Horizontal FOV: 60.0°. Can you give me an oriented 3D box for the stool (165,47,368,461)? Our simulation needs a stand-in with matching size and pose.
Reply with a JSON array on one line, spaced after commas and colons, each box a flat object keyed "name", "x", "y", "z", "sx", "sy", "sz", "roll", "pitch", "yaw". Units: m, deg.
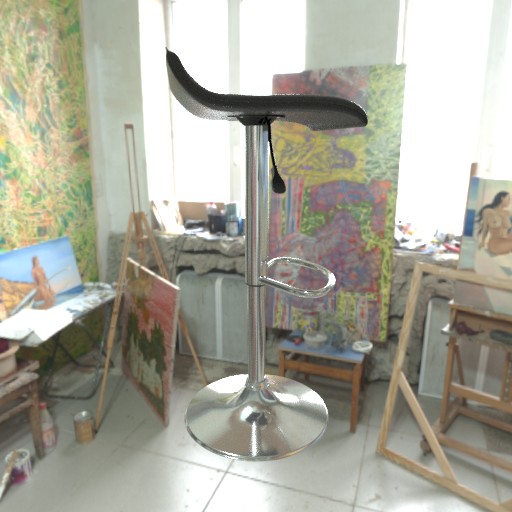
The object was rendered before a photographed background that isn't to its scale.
[{"name": "stool", "x": 0.000, "y": 0.000, "z": 1.071, "sx": 0.381, "sy": 0.851, "sz": 0.381, "roll": -2, "pitch": 14, "yaw": -9}]
